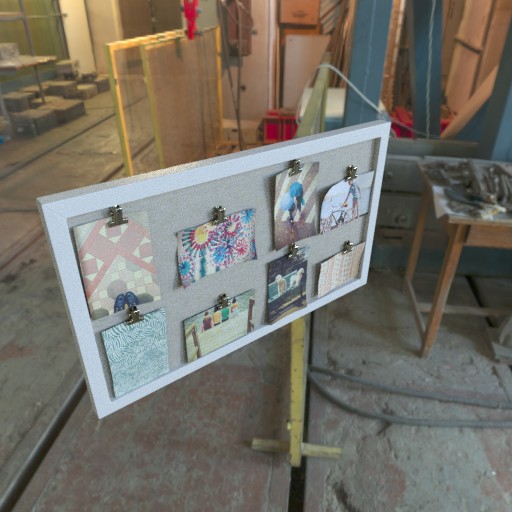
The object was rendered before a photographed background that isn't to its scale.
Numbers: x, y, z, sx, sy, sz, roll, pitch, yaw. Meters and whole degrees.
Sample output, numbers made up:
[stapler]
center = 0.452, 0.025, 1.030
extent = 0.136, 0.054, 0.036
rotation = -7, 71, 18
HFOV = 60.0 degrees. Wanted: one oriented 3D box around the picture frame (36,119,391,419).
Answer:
[picture frame]
center = 0.000, 0.000, 0.792
extent = 0.647, 0.379, 0.044
rotation = -21, 37, -31
